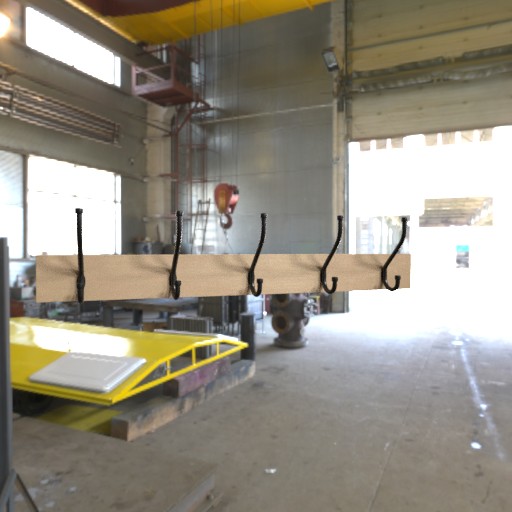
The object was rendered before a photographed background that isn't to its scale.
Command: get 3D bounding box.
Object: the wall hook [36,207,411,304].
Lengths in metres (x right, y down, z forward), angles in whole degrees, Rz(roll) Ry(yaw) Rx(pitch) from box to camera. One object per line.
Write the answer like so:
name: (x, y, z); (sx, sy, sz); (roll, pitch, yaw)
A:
wall hook: (0.000, 0.000, 0.632); (0.571, 0.117, 0.071); (0, 1, -20)
